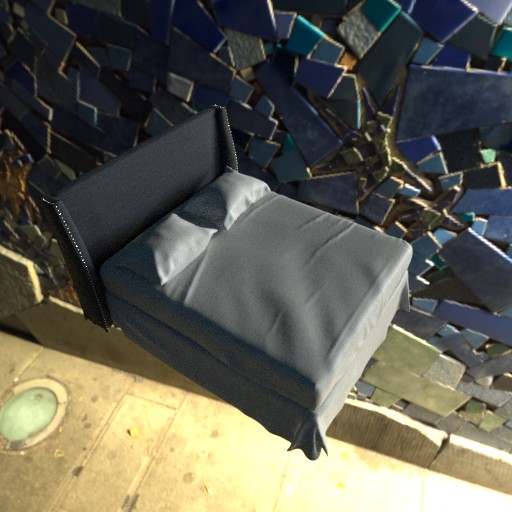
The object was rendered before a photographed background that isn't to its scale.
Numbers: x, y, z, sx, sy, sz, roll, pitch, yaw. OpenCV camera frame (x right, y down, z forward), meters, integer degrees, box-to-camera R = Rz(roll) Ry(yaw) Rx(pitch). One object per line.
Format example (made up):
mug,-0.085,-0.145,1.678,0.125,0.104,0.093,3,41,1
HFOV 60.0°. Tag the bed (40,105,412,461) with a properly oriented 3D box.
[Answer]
bed,0.000,0.000,3.521,2.276,1.332,1.925,24,47,25
